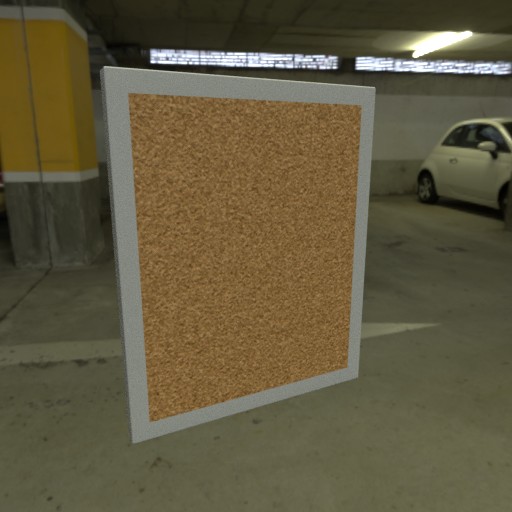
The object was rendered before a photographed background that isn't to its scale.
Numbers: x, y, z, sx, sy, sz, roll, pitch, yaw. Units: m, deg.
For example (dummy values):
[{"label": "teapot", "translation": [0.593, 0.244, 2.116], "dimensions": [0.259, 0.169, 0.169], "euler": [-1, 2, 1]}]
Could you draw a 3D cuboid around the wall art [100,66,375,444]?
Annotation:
[{"label": "wall art", "translation": [0.000, 0.000, 0.745], "dimensions": [0.454, 0.556, 0.028], "euler": [-7, 16, -27]}]
